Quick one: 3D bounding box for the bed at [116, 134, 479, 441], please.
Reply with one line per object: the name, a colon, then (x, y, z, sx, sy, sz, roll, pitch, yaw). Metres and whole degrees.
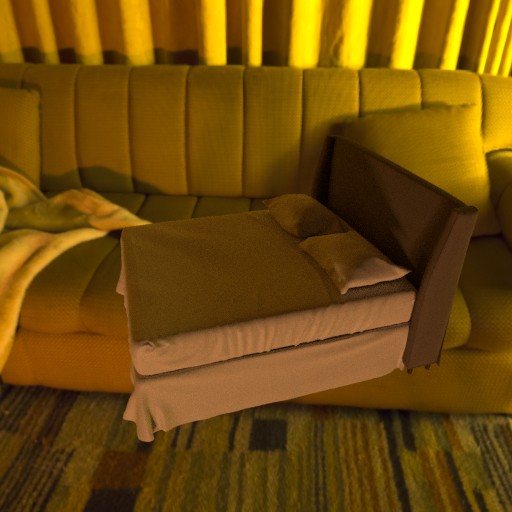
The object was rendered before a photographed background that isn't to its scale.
bed: (0.000, 0.000, 3.493, 2.276, 1.332, 1.925, -9, 31, -15)
